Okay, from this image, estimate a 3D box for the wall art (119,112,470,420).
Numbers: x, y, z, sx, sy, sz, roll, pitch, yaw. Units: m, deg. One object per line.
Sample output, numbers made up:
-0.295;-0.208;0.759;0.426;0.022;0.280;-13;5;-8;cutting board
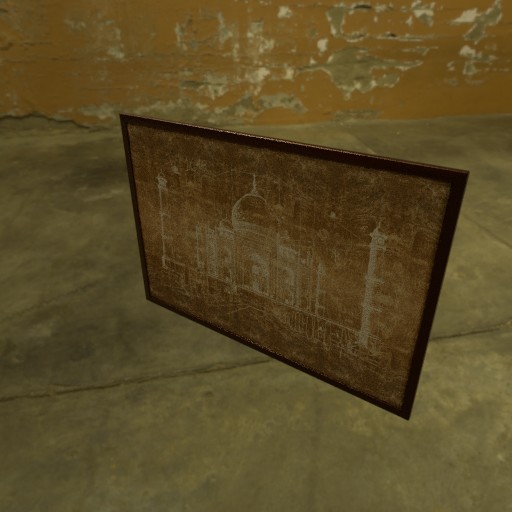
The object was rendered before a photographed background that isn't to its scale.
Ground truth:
0.000;0.000;1.037;0.816;0.559;0.014;18;34;30;wall art
